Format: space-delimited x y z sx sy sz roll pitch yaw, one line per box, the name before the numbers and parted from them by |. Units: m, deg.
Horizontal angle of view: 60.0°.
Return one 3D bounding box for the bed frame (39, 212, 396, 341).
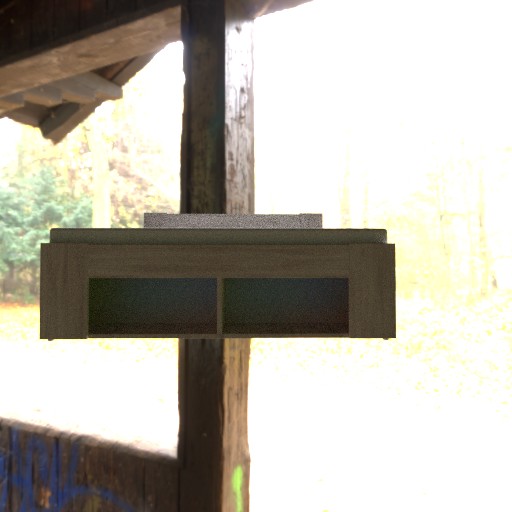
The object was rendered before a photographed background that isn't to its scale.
bed frame | 0.000 0.000 3.101 2.040 0.860 2.050 0 -2 -1
